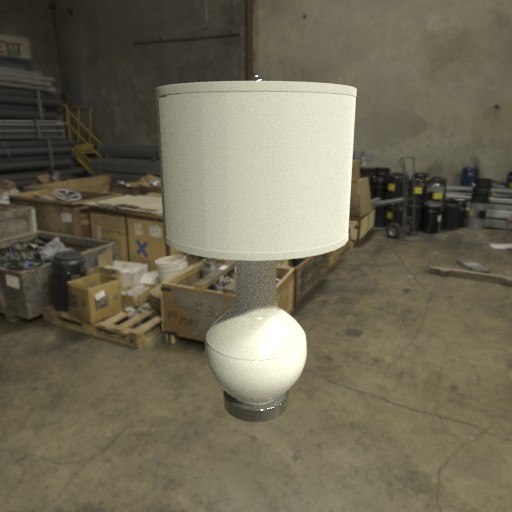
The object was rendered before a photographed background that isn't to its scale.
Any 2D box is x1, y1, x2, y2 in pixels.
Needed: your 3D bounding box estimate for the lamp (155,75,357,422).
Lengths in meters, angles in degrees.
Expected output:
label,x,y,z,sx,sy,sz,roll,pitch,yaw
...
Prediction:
label,x,y,z,sx,sy,sz,roll,pitch,yaw
lamp,0.000,0.000,0.887,0.357,0.673,0.357,8,18,26
